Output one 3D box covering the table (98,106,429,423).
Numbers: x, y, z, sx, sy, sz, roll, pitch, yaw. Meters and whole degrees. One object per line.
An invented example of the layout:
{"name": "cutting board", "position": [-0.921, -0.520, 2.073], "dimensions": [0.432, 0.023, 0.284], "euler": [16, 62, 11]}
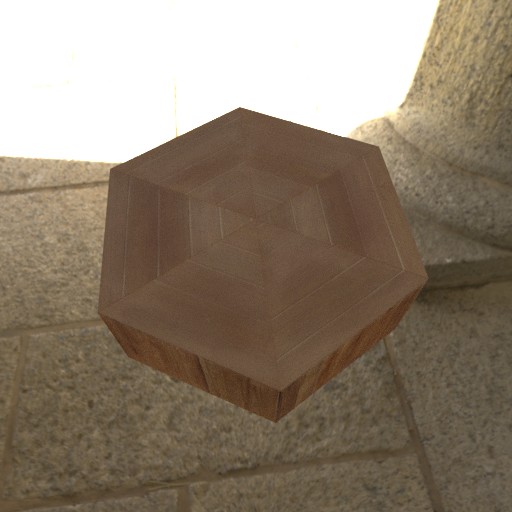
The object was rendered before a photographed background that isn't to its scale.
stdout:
{"name": "table", "position": [0.000, 0.000, 1.674], "dimensions": [1.154, 0.456, 1.000], "euler": [-32, 63, -19]}
